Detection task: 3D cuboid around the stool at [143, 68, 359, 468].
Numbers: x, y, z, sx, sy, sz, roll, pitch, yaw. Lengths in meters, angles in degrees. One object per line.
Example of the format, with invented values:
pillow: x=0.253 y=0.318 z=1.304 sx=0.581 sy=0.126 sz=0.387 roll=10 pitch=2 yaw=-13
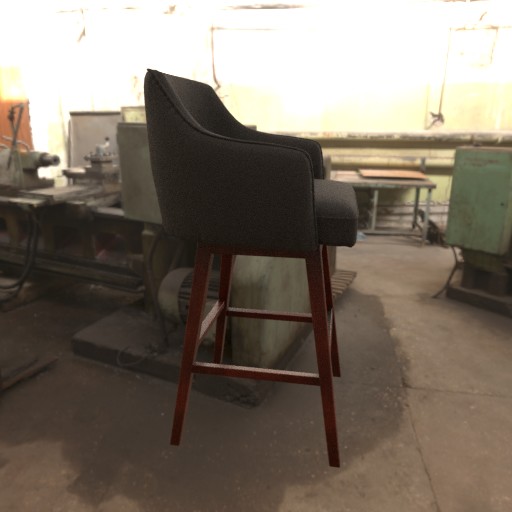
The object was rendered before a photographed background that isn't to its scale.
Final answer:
stool: x=0.000 y=0.000 z=1.308 sx=0.558 sy=1.012 sz=0.548 roll=3 pitch=17 yaw=10
